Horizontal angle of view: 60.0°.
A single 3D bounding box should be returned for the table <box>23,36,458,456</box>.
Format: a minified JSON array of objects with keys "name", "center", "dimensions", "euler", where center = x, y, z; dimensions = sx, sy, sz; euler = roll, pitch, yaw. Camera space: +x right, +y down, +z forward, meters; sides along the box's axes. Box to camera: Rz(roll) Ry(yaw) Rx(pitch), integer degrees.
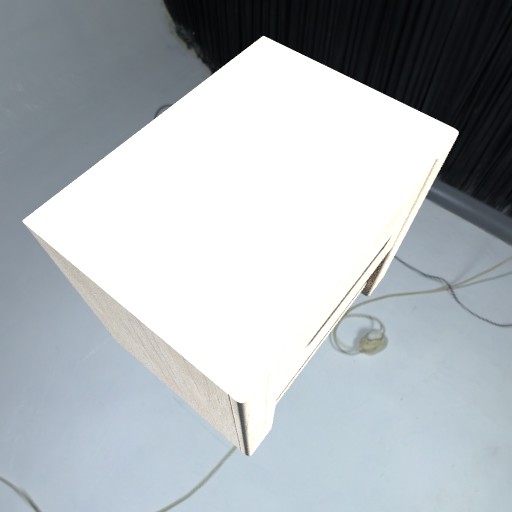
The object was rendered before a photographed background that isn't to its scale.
[{"name":"table","center":[0.000,0.000,0.913],"dimensions":[0.420,0.510,0.570],"euler":[35,65,19]}]
